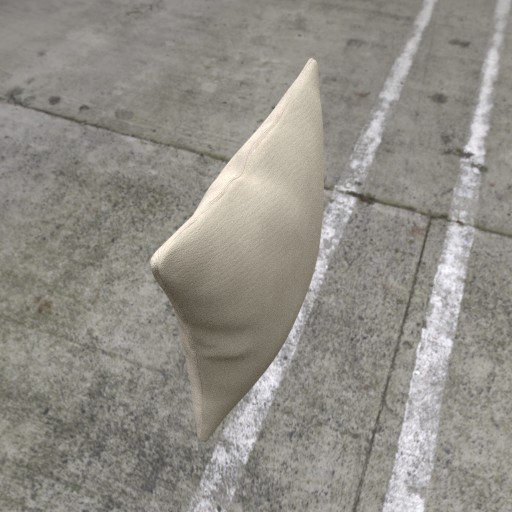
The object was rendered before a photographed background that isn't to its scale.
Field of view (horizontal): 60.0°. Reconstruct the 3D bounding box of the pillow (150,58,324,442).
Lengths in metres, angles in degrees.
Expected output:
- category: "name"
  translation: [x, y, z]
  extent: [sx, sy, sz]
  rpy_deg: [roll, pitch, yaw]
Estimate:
- category: "pillow"
  translation: [0.000, 0.000, 0.658]
  extent: [0.162, 0.420, 0.437]
  rpy_deg: [17, 50, 15]
